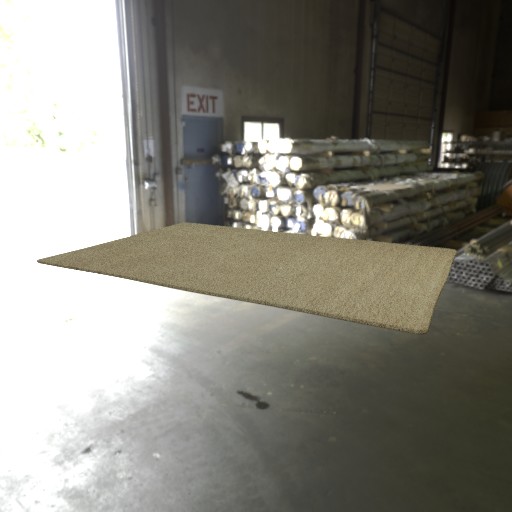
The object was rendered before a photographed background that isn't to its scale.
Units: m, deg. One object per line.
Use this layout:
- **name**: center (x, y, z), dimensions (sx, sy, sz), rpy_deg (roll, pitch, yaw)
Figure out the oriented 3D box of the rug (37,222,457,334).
- **rug**: center (0.000, 0.000, 3.385), dimensions (2.700, 0.024, 1.801), rpy_deg (7, 16, 27)
